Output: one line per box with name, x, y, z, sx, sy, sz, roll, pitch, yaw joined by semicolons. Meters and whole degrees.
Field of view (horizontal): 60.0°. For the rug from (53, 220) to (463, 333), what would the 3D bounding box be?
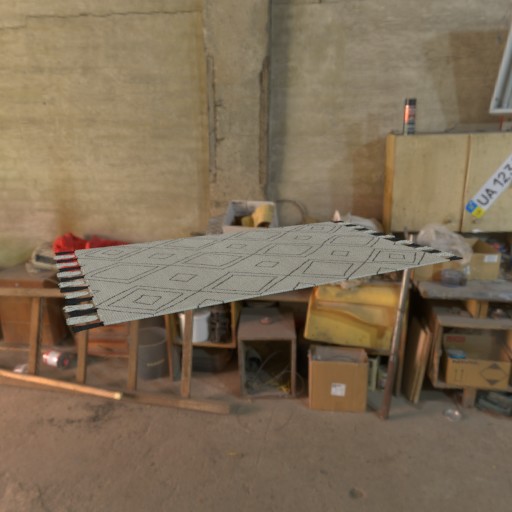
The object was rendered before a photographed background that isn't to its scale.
rug;0.000;0.000;3.349;2.755;0.021;1.524;-8;18;-25
